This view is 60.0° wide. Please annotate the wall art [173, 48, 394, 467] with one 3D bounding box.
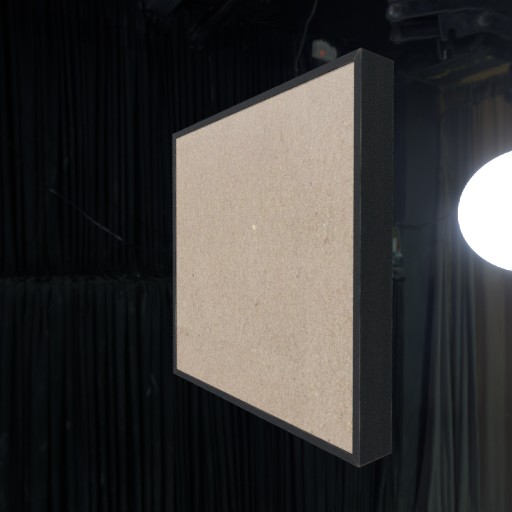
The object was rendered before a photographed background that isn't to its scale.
[{"bbox_3d":[0.000,0.000,0.455,0.038,0.305,0.305,-1,1,-37],"label":"wall art"}]
